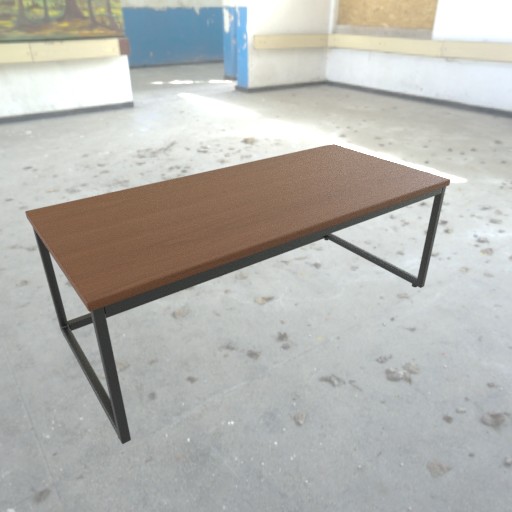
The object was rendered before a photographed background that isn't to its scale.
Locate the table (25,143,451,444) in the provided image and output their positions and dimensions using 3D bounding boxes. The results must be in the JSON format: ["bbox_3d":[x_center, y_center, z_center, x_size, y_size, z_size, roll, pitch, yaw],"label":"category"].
[{"bbox_3d":[0.000,0.000,1.338,1.100,0.400,0.500,-20,35,-31],"label":"table"}]
